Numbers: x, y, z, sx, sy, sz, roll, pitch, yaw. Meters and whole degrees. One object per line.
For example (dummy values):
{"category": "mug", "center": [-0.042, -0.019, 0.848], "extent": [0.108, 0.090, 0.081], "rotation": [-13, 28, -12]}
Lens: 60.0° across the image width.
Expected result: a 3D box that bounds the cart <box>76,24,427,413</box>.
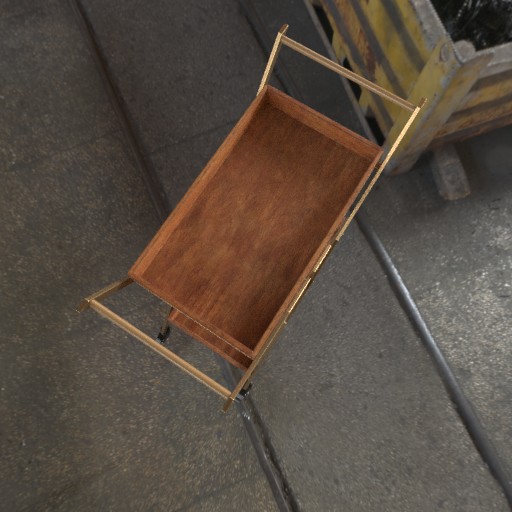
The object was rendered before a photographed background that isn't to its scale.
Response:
{"category": "cart", "center": [0.000, 0.000, 1.350], "extent": [0.405, 0.869, 0.836], "rotation": [32, 78, 8]}
